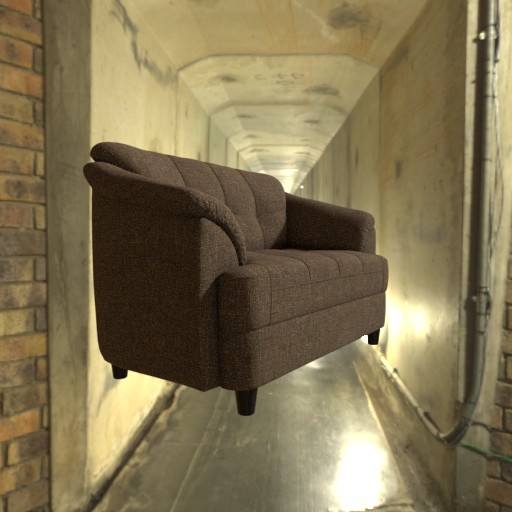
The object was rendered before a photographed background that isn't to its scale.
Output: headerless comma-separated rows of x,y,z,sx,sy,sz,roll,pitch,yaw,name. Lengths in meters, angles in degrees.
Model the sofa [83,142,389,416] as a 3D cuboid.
0.000,0.000,1.938,0.799,0.895,1.404,2,3,35,sofa
